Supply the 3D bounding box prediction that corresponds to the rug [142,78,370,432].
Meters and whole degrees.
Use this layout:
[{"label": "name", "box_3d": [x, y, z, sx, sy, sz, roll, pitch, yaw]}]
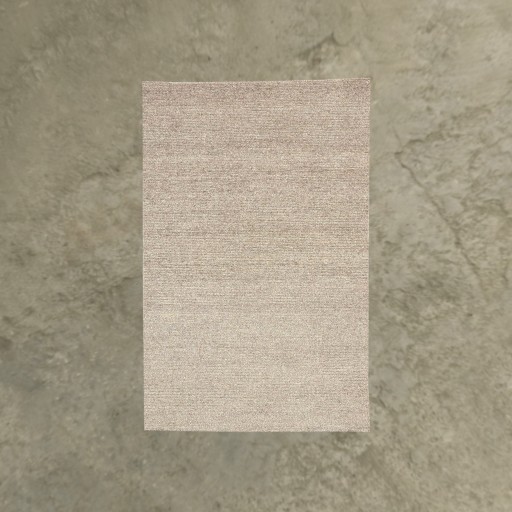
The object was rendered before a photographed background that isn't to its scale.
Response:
[{"label": "rug", "box_3d": [0.000, 0.000, 2.247, 1.154, 0.021, 1.792, 0, 91, 1]}]
